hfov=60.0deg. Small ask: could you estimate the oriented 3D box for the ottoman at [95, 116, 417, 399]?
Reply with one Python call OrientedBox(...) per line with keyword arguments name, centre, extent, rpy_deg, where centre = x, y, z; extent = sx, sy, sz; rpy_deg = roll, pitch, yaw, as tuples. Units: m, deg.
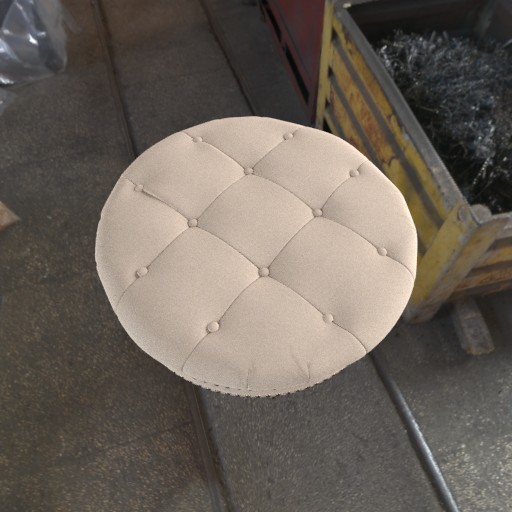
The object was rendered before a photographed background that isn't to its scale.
OrientedBox(name="ottoman", centre=(0.000, 0.000, 1.378), extent=(0.901, 0.439, 0.901), rpy_deg=(0, 58, 0))
